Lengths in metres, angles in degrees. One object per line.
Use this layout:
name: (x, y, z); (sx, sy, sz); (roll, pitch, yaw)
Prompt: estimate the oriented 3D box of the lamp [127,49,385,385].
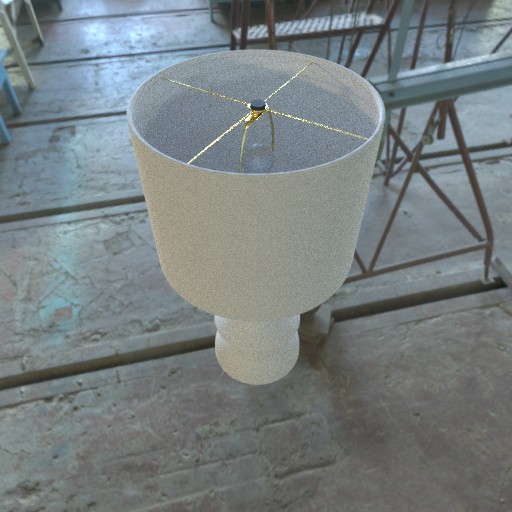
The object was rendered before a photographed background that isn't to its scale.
lamp: (0.000, 0.000, 0.717); (0.301, 0.533, 0.301); (24, 51, 21)
